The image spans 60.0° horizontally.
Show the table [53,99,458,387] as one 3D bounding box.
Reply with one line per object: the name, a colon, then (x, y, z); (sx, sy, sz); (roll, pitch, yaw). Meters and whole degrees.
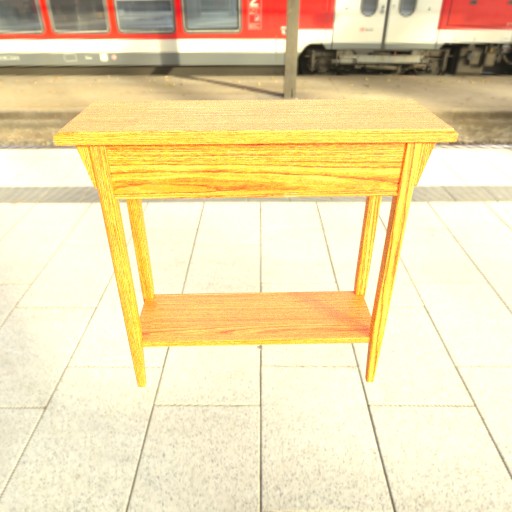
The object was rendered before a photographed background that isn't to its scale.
table: (0.000, 0.000, 1.126); (0.762, 0.711, 0.254); (-1, 32, -1)
